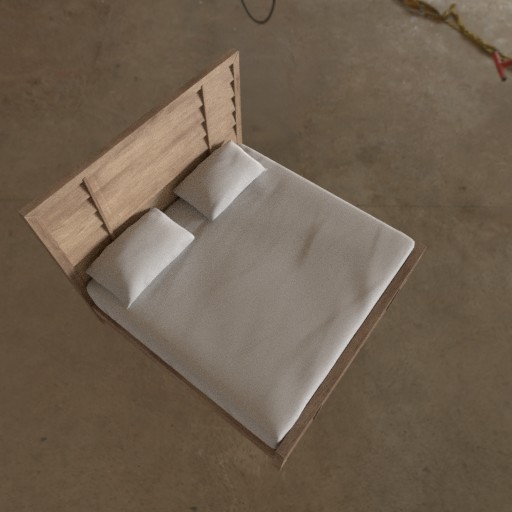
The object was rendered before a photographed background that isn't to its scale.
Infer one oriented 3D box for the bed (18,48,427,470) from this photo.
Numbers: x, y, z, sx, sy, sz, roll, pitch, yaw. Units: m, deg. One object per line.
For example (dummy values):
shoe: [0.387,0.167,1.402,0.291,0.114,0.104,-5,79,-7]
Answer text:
bed: [0.000,0.000,3.427,2.032,1.626,2.032,33,64,19]
